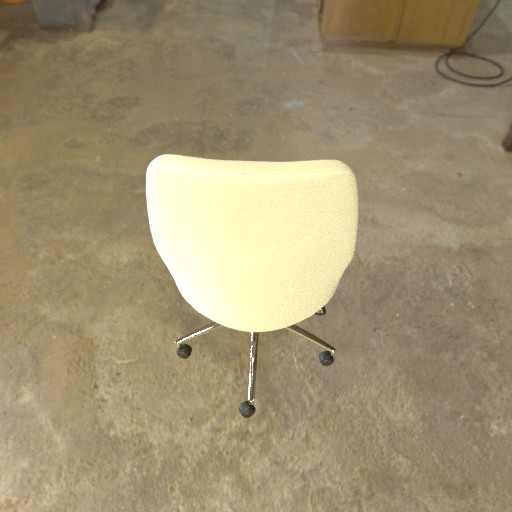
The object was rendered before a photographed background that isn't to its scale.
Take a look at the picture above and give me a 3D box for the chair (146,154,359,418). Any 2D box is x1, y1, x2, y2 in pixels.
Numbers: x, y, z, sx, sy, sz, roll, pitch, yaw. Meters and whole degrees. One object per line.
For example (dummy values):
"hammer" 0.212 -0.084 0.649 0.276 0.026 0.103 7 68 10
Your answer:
"chair" 0.000 0.000 1.430 0.620 1.049 0.640 2 47 2
